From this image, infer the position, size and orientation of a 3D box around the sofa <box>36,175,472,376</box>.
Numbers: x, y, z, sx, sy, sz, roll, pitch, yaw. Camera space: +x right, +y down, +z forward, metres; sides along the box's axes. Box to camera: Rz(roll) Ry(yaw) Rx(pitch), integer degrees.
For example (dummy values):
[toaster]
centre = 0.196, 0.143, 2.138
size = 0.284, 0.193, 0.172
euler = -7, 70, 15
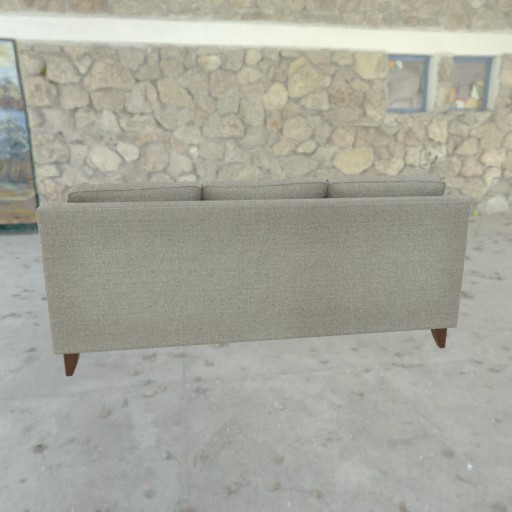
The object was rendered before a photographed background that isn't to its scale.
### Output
[sofa]
centre = 0.000, 0.000, 2.505
size = 2.031, 0.914, 0.865
euler = -2, 14, -9
